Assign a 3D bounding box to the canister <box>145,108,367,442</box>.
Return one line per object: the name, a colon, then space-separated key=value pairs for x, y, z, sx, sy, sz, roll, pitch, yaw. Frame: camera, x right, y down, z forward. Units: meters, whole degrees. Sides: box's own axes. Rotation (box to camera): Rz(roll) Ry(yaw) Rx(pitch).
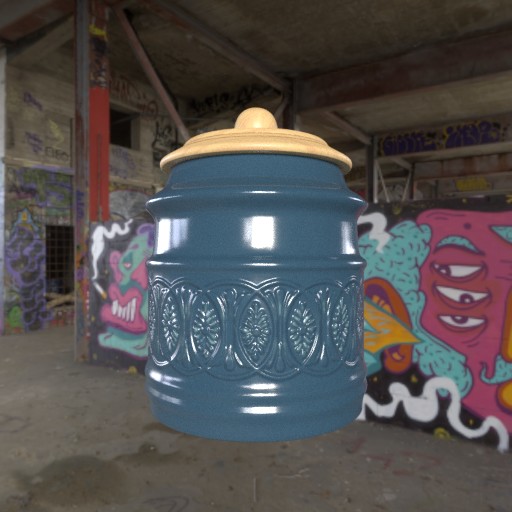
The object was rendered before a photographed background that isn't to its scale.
canister: x=0.000 y=0.000 z=0.266 sx=0.130 sy=0.176 sz=0.130 roll=0 pitch=0 yaw=0
